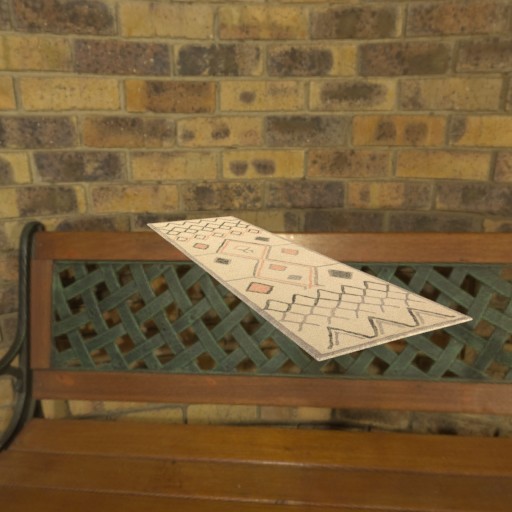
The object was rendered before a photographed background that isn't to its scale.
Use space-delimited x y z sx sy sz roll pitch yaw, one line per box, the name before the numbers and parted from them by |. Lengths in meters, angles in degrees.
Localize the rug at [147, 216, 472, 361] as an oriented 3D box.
rug | 0.000 0.000 2.680 0.750 0.011 2.435 -8 18 -25
